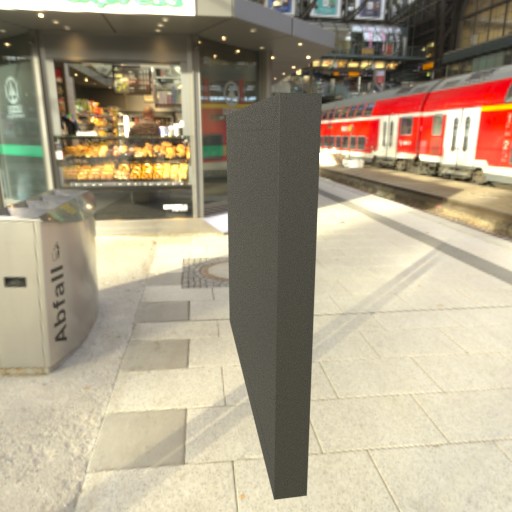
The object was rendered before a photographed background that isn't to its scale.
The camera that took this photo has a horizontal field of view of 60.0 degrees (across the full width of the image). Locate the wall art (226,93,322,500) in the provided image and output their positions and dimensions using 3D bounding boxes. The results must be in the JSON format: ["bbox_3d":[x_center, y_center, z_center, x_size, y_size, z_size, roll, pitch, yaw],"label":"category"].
[{"bbox_3d":[0.000,0.000,0.521,0.029,0.330,0.381,-2,16,-9],"label":"wall art"}]
